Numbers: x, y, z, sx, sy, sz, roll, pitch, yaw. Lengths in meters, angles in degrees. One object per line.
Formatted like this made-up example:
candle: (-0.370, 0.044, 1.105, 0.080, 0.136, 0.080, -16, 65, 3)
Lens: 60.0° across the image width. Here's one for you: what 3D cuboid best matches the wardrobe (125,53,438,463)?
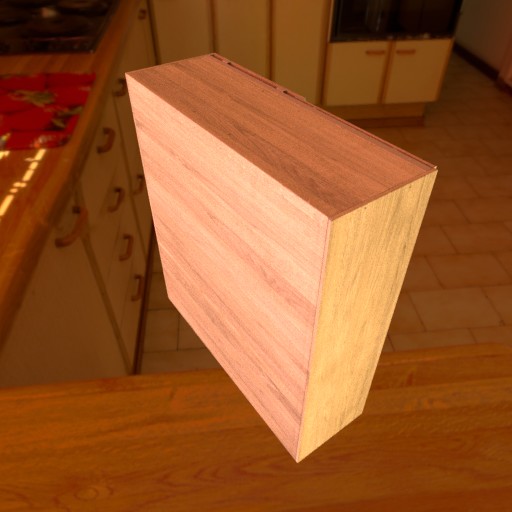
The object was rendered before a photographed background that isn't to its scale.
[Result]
wardrobe: (0.000, 0.000, 2.875, 0.629, 1.960, 1.780, -26, 48, -26)
